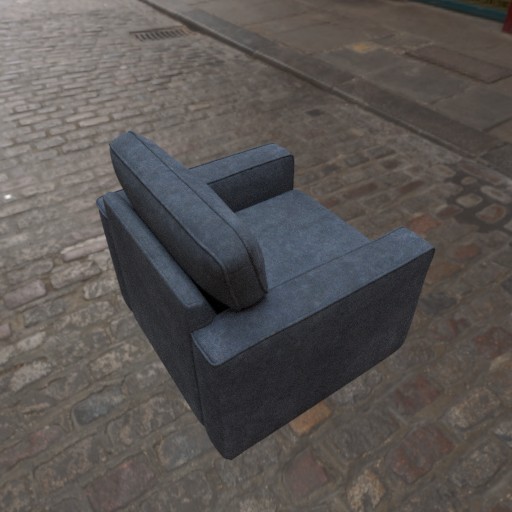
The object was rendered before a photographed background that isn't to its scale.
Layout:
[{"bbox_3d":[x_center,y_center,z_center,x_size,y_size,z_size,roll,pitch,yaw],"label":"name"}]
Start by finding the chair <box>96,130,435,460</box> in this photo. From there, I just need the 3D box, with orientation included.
[{"bbox_3d":[0.000,0.000,1.807,0.939,0.965,1.015,-24,46,-25],"label":"chair"}]
